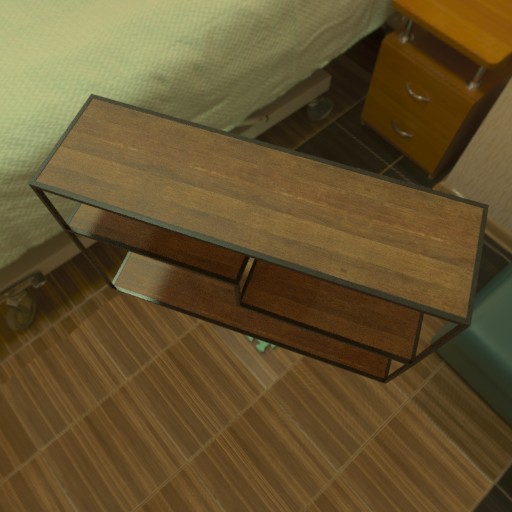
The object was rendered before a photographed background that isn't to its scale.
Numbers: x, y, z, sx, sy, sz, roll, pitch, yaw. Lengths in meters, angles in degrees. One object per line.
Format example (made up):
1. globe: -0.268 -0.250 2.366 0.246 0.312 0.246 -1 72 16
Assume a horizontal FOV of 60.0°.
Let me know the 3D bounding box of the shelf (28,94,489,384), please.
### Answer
1. shelf: 0.000 0.000 1.544 1.201 0.765 0.361 18 65 8
